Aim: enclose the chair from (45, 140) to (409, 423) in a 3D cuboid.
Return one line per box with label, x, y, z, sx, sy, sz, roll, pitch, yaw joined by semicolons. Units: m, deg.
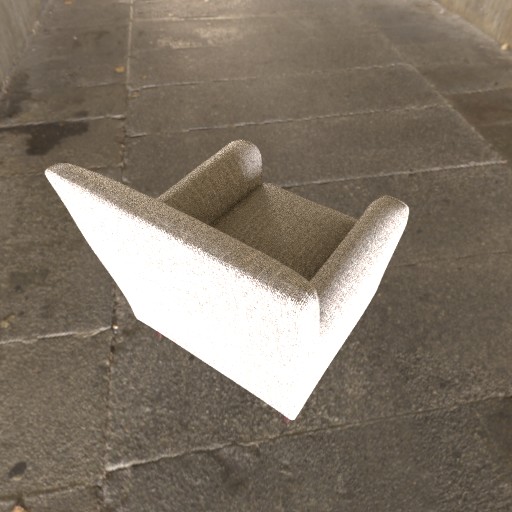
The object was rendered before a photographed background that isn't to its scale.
chair;0.000;0.000;1.644;0.864;0.928;0.873;27;51;24
